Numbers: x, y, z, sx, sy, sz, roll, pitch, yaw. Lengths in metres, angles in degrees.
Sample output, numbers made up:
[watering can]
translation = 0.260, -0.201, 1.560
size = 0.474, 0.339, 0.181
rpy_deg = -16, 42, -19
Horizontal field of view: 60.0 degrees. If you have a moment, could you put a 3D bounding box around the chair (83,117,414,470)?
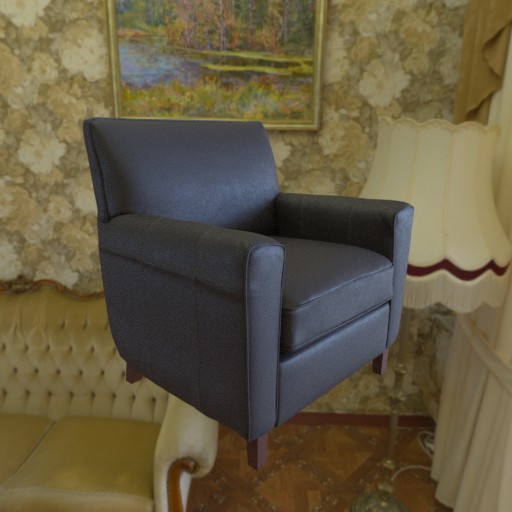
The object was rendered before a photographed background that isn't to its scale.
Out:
[chair]
translation = 0.000, 0.000, 1.580
size = 0.825, 0.943, 0.870
rpy_deg = 15, 21, 42
